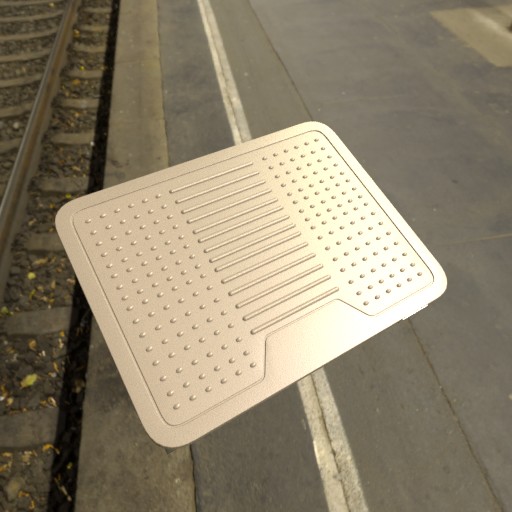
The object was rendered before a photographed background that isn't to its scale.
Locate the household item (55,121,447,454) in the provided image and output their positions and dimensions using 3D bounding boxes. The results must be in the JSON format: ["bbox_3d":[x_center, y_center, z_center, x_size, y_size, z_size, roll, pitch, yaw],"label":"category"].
[{"bbox_3d":[0.000,0.000,0.537,0.390,0.126,0.301,-24,51,-21],"label":"household item"}]
